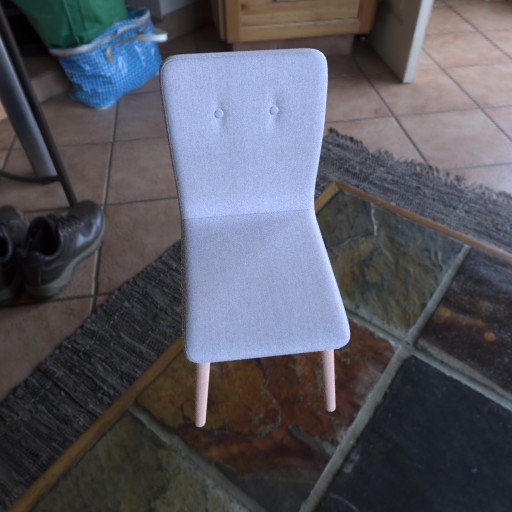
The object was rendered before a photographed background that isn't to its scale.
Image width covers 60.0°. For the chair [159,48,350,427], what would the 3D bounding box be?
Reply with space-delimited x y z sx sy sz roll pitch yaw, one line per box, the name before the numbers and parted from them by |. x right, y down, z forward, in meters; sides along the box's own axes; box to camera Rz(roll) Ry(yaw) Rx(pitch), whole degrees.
chair | 0.000 0.000 1.204 0.435 0.885 0.550 -5 47 -5
